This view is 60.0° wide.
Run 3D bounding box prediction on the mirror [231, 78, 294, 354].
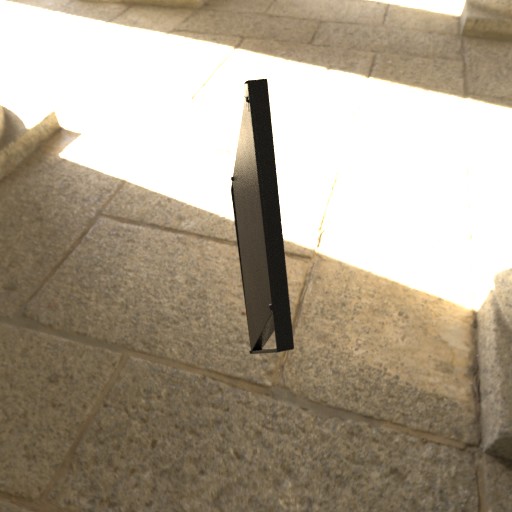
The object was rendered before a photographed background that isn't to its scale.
[{"bbox_3d":[0.000,0.000,0.836,0.032,0.679,0.419,-9,47,-9],"label":"mirror"}]
